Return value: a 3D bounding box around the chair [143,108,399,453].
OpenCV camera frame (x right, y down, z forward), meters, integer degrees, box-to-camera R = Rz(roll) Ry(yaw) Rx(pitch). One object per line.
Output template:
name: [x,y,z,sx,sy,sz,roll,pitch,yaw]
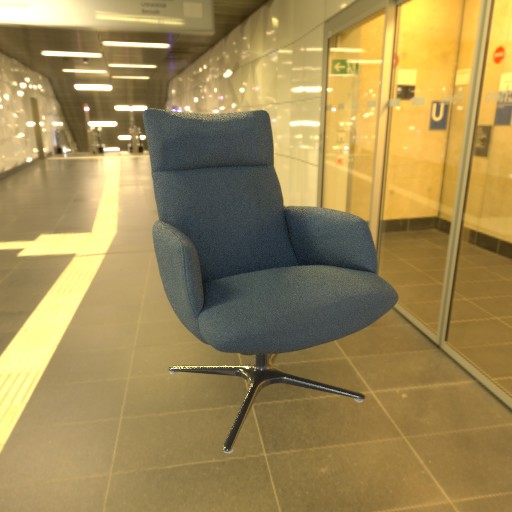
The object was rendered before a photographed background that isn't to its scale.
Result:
chair: [0.000,0.000,1.590,0.711,1.016,0.889,-9,19,-28]
